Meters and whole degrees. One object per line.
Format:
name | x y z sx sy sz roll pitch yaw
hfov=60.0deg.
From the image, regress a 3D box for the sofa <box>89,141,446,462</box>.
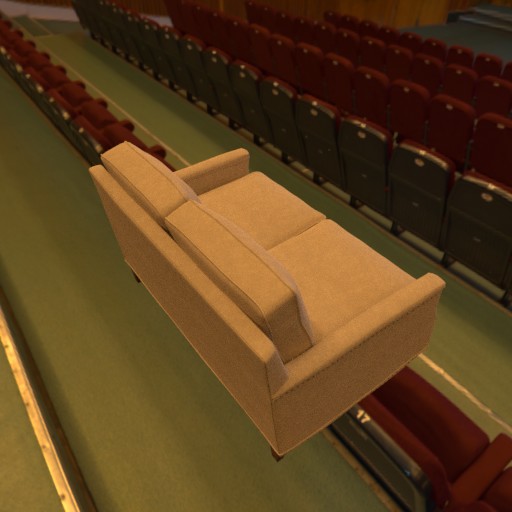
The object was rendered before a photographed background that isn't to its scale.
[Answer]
sofa | 0.000 0.000 2.311 1.084 1.002 1.597 -26 47 -27
